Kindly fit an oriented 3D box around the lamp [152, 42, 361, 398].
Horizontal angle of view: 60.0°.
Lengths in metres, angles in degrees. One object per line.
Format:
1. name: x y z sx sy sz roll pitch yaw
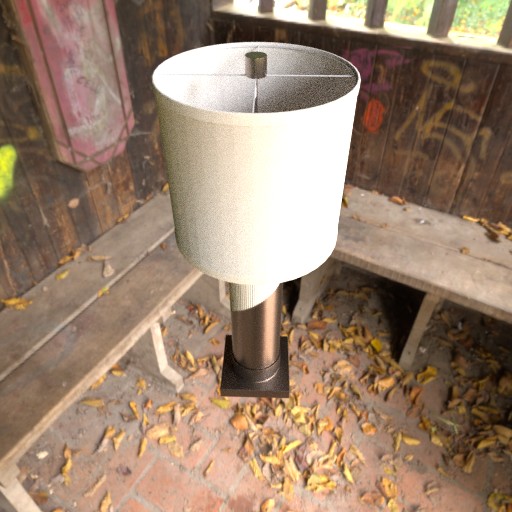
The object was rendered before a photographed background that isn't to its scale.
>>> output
1. lamp: 0.000 0.000 0.591 0.202 0.509 0.202 1 41 1
